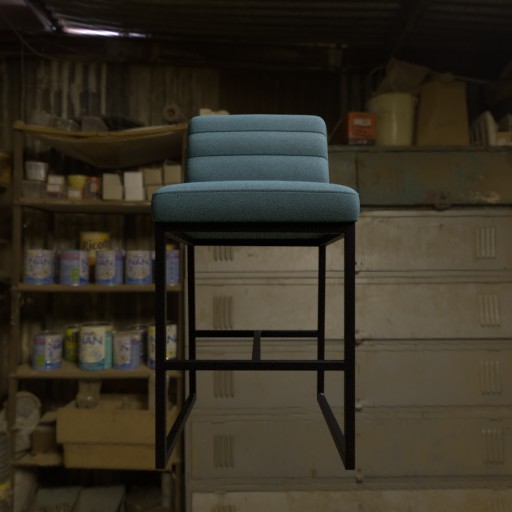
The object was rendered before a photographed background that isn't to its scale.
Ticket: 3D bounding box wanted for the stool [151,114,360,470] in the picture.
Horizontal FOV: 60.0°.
[{"bbox_3d":[0.000,0.000,1.228,0.460,0.940,0.560,0,-1,0],"label":"stool"}]
